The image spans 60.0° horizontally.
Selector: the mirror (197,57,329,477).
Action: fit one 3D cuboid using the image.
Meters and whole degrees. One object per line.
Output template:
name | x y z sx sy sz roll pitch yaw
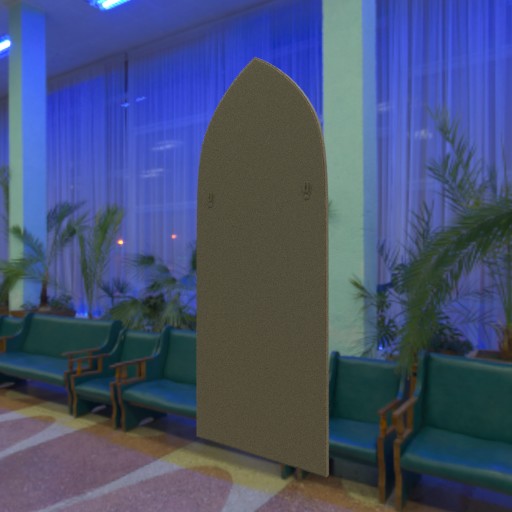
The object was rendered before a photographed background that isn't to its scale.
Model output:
mirror | 0.000 0.000 1.314 0.464 1.175 0.025 0 0 35
